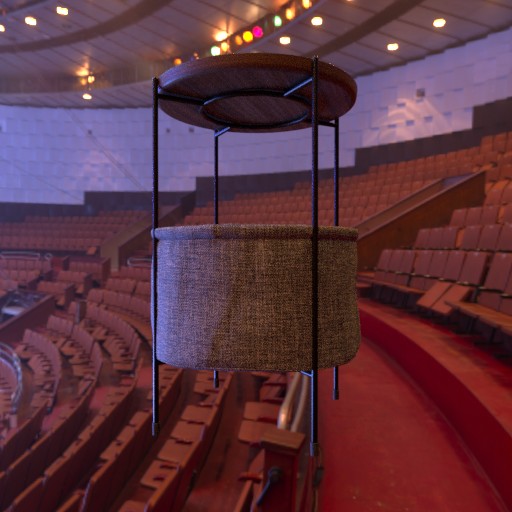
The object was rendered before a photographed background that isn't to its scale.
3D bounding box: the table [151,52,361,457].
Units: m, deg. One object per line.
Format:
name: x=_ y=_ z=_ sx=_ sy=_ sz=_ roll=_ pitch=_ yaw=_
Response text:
table: x=0.000 y=0.000 z=0.866 sx=0.400 sy=0.623 sz=0.400 roll=0 pitch=1 yaw=17
